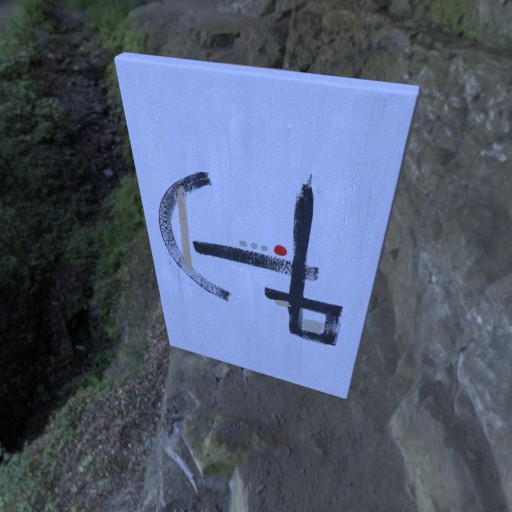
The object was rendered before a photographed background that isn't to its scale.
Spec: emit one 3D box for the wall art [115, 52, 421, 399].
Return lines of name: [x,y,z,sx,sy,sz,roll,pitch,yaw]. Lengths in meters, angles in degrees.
wall art: [0.000,0.000,1.131,0.602,0.916,0.048,13,42,15]
